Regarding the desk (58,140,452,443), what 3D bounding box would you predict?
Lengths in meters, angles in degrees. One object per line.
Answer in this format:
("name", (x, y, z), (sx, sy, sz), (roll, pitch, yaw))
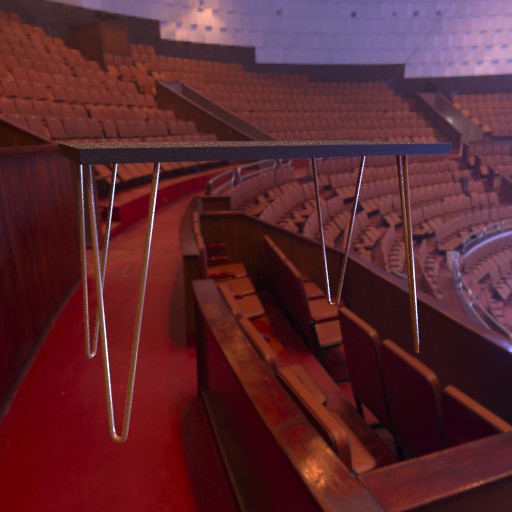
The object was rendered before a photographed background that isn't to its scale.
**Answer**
("desk", (0.000, 0.000, 1.337), (0.991, 0.660, 0.499), (-8, 17, -26))
